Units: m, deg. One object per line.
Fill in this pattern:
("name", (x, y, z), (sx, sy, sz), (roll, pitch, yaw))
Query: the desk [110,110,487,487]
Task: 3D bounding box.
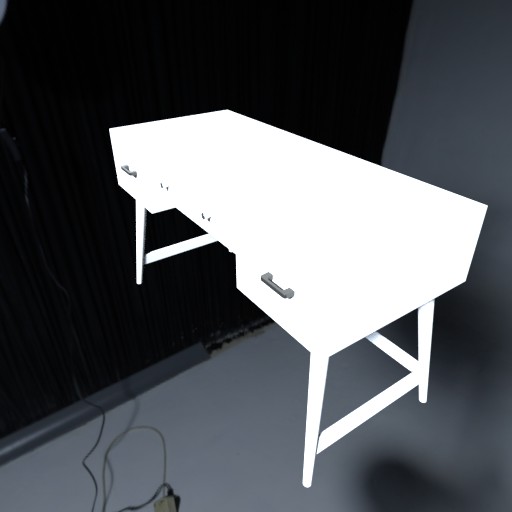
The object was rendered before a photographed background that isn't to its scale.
("desk", (0.000, 0.000, 1.695), (0.589, 0.762, 1.313), (-20, 37, -29))
